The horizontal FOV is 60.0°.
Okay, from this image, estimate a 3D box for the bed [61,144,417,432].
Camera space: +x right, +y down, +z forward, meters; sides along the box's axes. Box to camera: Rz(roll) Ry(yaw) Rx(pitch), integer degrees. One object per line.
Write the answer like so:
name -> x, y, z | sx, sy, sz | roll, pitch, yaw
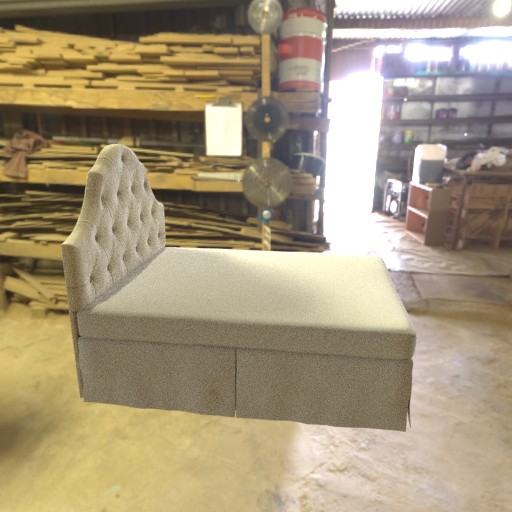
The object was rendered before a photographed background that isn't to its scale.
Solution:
bed -> 0.000, 0.000, 3.235 | 2.092, 1.575, 1.627 | 2, 16, 8
